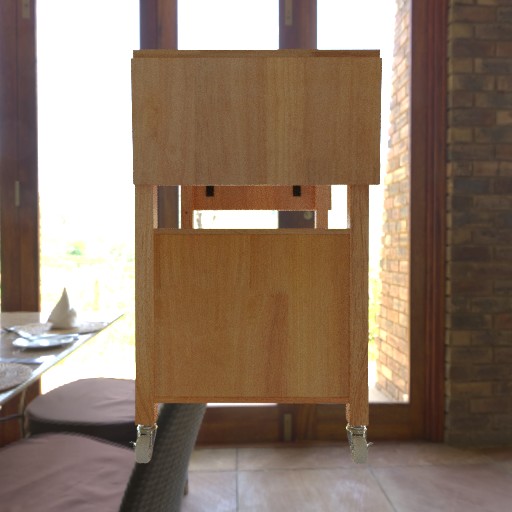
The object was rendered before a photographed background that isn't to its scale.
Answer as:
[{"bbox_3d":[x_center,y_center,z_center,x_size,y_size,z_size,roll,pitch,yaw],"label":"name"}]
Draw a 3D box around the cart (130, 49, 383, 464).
[{"bbox_3d":[0.000,0.000,1.198,0.508,0.838,0.640,0,1,0],"label":"cart"}]
